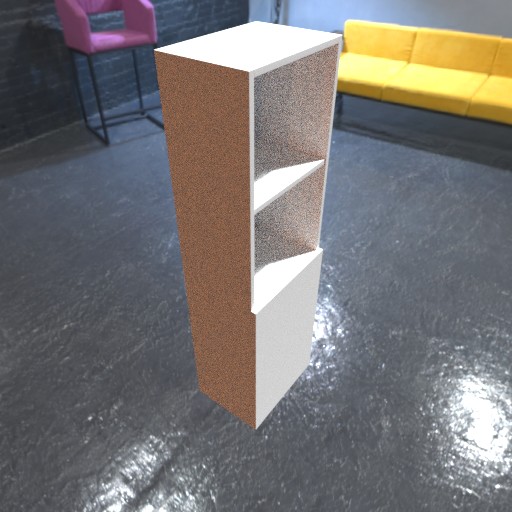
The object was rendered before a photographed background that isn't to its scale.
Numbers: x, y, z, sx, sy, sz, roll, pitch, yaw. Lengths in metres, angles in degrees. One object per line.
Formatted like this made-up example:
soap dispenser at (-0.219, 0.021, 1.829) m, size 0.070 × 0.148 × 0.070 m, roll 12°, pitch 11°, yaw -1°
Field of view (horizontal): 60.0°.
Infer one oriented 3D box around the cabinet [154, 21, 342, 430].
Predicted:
cabinet at (0.000, 0.000, 1.516) m, size 0.300 × 1.350 × 0.400 m, roll 25°, pitch 45°, yaw 28°
